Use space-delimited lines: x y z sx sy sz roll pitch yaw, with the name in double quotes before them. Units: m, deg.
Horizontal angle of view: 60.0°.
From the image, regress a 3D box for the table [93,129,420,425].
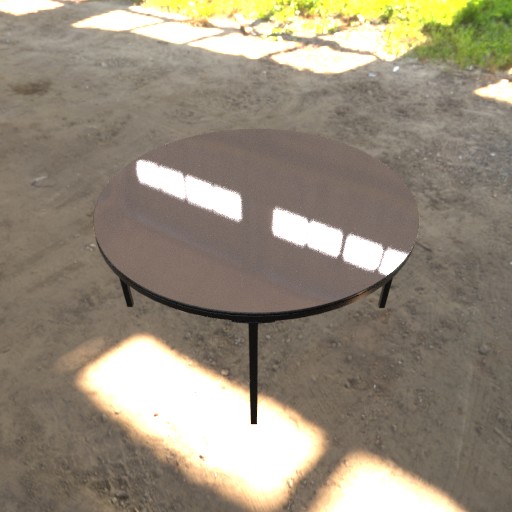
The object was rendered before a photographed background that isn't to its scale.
"table" 0.000 0.000 1.255 0.800 0.400 0.800 0 40 0
